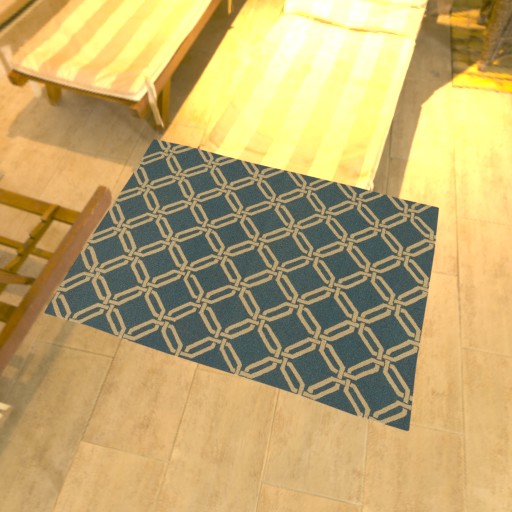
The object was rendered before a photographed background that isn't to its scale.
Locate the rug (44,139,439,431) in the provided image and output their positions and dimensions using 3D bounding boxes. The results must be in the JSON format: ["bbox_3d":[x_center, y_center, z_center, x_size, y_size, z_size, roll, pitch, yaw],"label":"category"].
[{"bbox_3d":[0.000,0.000,2.795,2.135,0.013,1.524,15,59,9],"label":"rug"}]
